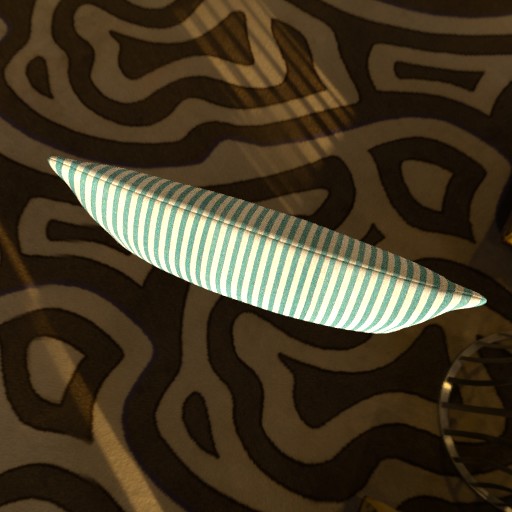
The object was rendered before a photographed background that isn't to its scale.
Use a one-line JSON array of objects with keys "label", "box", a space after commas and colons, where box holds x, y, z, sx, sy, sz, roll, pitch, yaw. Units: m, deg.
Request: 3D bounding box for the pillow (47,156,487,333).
[{"label": "pillow", "box": [0.000, 0.000, 0.726, 0.617, 0.295, 0.151, 18, 75, 5]}]
